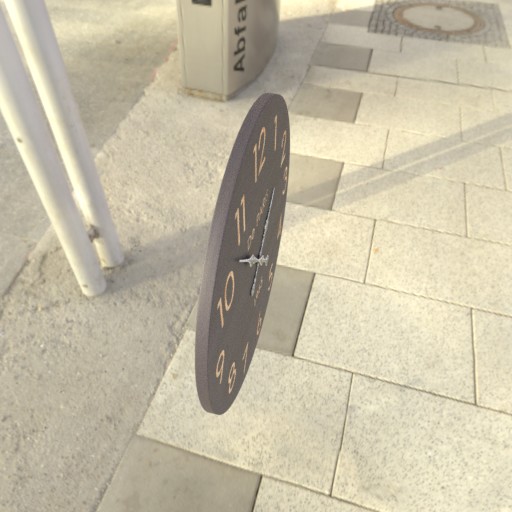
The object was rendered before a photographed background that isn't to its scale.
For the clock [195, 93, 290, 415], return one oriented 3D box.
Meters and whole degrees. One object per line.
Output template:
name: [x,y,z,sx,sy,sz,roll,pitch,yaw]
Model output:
clock: [0.000,0.000,0.861,0.029,0.595,0.595,11,48,10]
